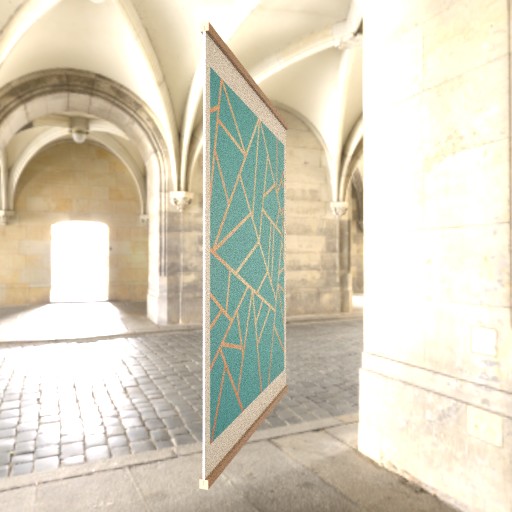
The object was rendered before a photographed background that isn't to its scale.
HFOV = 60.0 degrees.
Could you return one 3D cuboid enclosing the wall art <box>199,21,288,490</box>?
[{"bbox_3d":[0.000,0.000,0.796,0.012,0.608,0.459,0,-1,17],"label":"wall art"}]
